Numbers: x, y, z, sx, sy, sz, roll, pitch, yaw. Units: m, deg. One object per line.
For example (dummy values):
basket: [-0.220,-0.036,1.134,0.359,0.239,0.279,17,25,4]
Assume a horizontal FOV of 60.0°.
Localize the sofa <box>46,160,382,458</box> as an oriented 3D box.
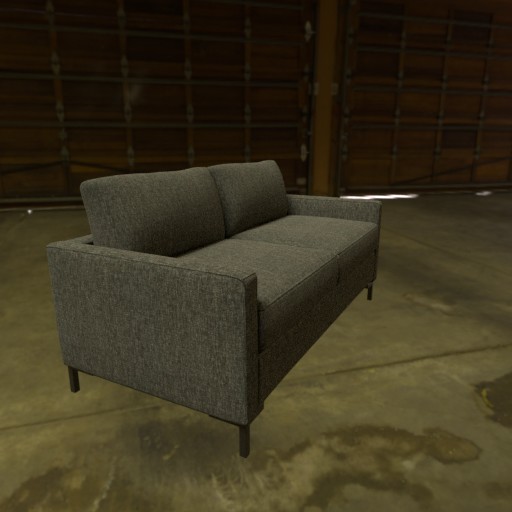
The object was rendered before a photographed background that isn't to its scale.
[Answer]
sofa: [0.000,0.000,2.194,0.866,0.862,1.716,8,17,27]
